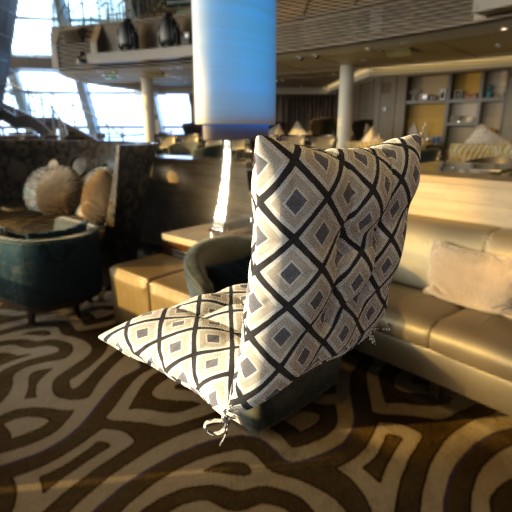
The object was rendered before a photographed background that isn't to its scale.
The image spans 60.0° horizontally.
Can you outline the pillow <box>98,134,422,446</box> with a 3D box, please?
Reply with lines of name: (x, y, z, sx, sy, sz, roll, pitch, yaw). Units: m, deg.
pillow: (0.000, 0.000, 0.998, 0.585, 0.536, 0.541, 15, 22, 42)
